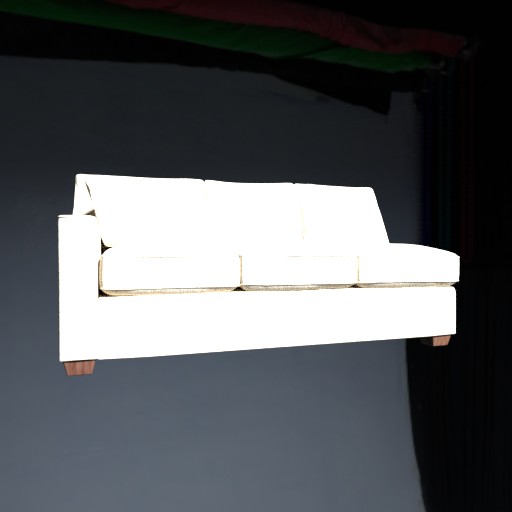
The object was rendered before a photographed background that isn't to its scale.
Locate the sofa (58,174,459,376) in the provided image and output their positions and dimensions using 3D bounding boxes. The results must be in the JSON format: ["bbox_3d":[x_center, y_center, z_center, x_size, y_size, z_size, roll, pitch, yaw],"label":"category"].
[{"bbox_3d":[0.000,0.000,2.496,1.962,0.946,1.034,0,1,-18],"label":"sofa"}]
